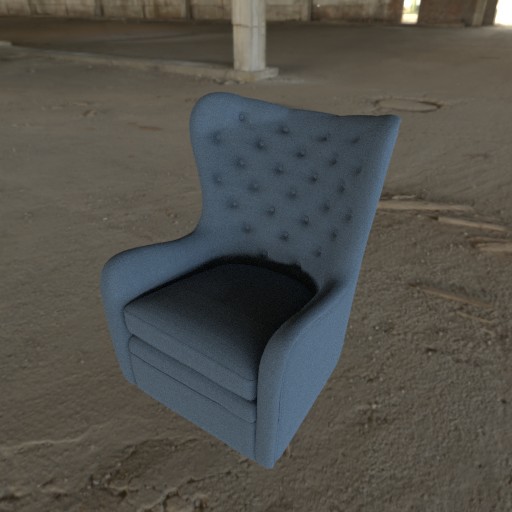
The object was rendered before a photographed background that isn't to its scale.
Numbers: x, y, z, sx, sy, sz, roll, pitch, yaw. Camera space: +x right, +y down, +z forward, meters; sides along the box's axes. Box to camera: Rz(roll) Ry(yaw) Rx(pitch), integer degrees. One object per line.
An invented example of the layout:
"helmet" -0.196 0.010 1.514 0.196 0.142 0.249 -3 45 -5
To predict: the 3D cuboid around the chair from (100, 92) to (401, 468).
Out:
"chair" 0.000 0.000 1.748 0.831 1.079 0.930 19 36 29
